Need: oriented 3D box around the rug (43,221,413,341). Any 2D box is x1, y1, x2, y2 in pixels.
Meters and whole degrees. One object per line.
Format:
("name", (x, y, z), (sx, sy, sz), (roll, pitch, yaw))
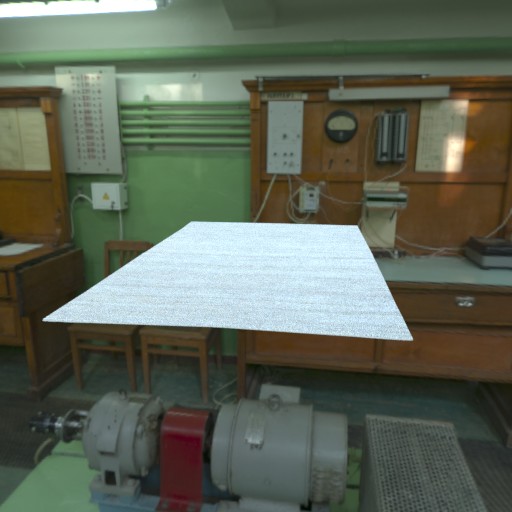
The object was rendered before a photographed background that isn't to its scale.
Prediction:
("rug", (0.000, 0.000, 2.252), (1.179, 0.022, 1.820), (2, 15, 7))
